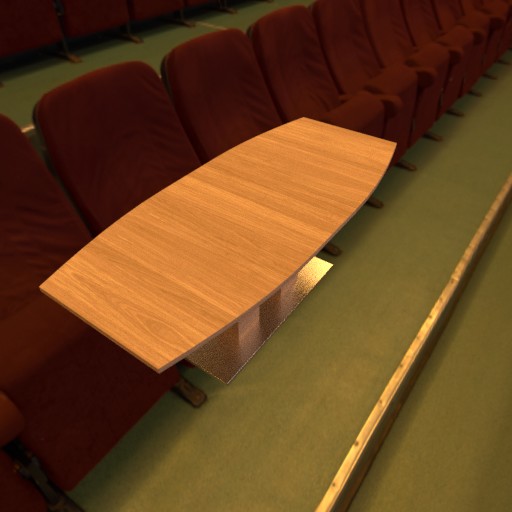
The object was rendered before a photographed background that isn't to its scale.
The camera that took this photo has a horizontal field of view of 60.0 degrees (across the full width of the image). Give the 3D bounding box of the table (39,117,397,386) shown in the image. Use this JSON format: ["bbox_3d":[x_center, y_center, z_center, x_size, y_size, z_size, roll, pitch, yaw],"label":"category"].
[{"bbox_3d":[0.000,0.000,2.487,0.900,0.750,2.032,25,46,26],"label":"table"}]
